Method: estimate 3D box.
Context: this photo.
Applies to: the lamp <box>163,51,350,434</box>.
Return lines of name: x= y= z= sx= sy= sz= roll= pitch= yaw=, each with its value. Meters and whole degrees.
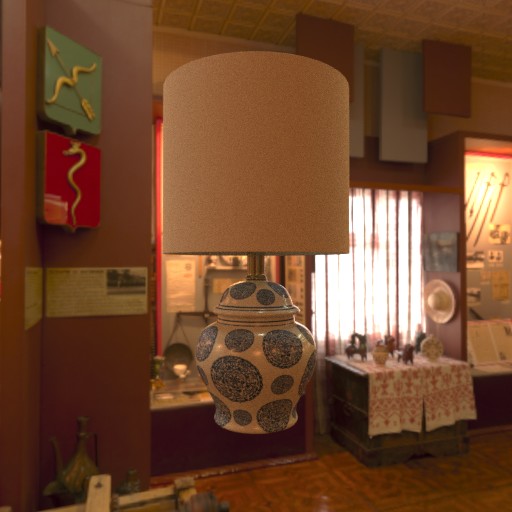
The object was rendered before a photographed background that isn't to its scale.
lamp: x=0.000 y=0.000 z=0.520 sx=0.215 sy=0.381 sz=0.215 roll=0 pitch=-1 yaw=-17
